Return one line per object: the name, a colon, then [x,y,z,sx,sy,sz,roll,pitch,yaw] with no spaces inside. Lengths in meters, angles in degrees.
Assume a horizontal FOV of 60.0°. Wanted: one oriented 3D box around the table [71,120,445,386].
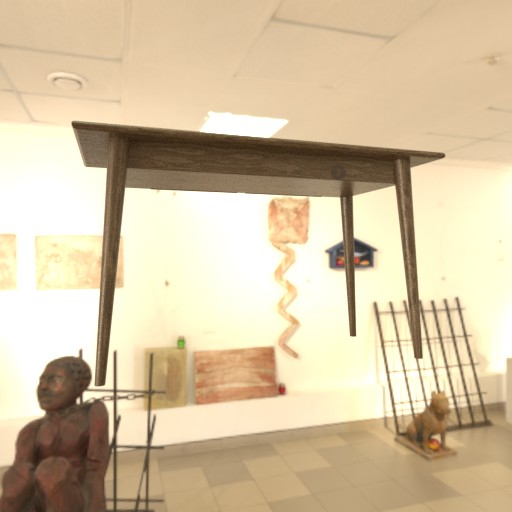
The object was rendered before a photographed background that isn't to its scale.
table: [0.000,0.000,1.748,1.300,0.780,0.599,0,0,-18]
